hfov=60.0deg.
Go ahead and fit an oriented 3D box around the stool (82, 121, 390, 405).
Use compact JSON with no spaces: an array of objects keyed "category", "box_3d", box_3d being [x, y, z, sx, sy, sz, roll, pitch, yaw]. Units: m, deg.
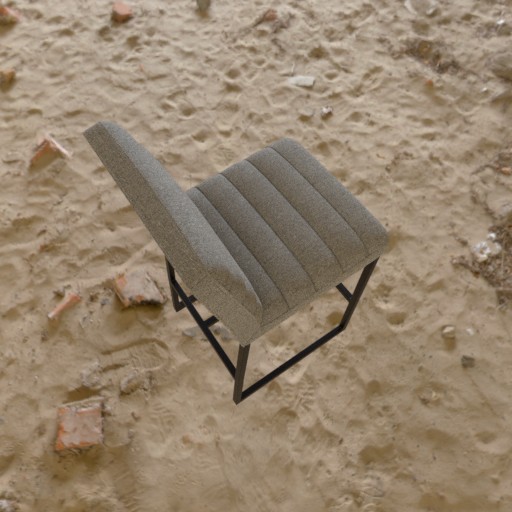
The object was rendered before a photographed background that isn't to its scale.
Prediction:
[{"category":"stool","box_3d":[0.000,0.000,1.272,0.560,0.940,0.460,-30,64,-17]}]
